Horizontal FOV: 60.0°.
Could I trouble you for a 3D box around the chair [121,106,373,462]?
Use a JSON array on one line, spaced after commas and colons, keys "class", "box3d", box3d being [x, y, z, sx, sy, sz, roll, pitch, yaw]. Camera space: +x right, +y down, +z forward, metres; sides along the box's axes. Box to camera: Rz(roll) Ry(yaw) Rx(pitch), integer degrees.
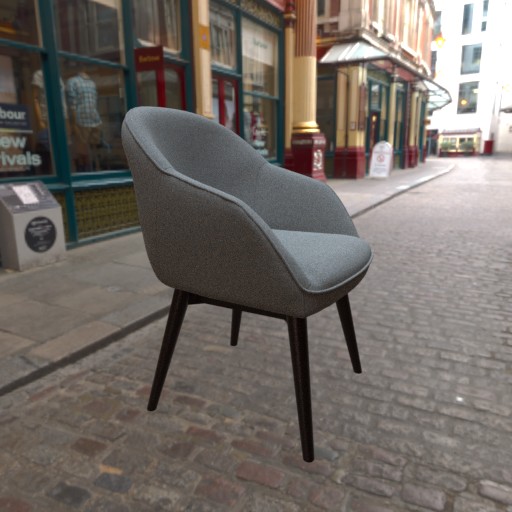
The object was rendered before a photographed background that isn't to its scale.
[{"class": "chair", "box3d": [0.000, 0.000, 1.237, 0.611, 0.810, 0.589, 7, 15, 26]}]
